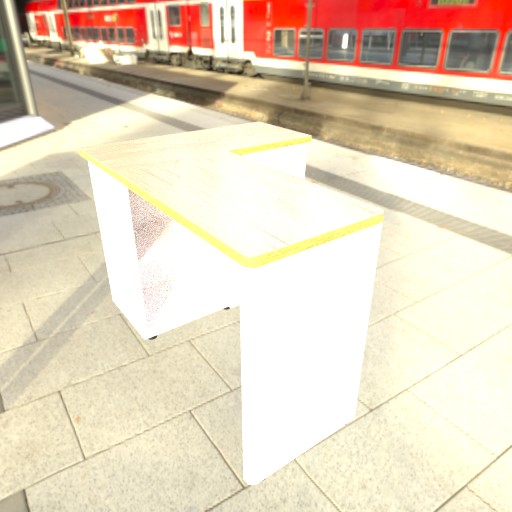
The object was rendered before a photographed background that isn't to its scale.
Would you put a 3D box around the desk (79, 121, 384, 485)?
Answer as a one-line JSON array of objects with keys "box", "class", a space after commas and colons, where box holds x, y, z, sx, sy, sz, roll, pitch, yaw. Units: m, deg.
[{"box": [0.000, 0.000, 1.763, 0.900, 0.760, 1.170, -19, 33, -32], "class": "desk"}]
